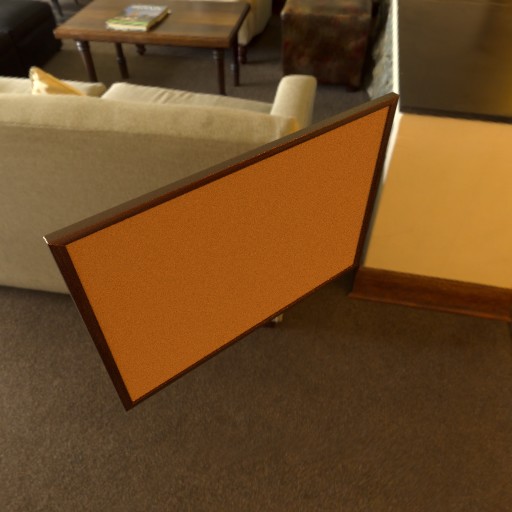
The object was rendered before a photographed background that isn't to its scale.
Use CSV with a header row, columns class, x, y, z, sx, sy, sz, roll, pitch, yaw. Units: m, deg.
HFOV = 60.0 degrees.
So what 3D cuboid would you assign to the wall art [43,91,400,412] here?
class,x,y,z,sx,sy,sz,roll,pitch,yaw
wall art,0.000,0.000,0.561,0.431,0.304,0.012,-28,52,-25
